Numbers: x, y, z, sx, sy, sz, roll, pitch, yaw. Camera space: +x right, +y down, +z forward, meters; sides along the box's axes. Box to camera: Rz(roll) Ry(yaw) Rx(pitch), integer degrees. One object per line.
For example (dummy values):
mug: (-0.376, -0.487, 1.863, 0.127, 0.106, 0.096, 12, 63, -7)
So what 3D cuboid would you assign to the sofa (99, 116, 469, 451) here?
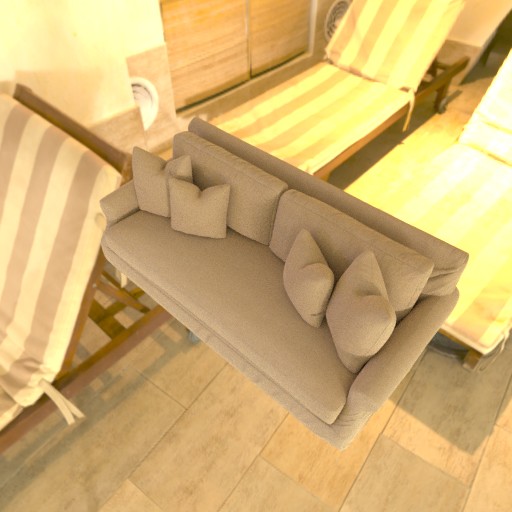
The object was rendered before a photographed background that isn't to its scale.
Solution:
sofa: (0.000, 0.000, 2.862, 2.285, 0.904, 1.067, 33, 55, 27)
